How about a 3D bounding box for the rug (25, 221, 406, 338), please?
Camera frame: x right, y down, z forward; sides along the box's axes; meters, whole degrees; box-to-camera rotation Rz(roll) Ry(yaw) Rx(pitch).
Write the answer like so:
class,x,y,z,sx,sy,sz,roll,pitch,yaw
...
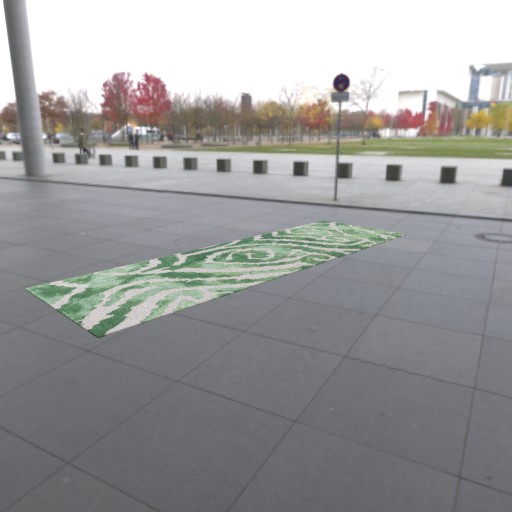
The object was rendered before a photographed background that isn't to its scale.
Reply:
class,x,y,z,sx,sy,sz,roll,pitch,yaw
rug,0.000,0.000,2.738,0.761,0.006,2.438,15,21,43
